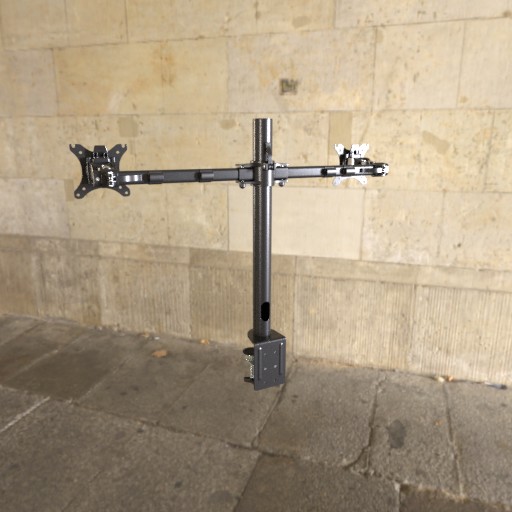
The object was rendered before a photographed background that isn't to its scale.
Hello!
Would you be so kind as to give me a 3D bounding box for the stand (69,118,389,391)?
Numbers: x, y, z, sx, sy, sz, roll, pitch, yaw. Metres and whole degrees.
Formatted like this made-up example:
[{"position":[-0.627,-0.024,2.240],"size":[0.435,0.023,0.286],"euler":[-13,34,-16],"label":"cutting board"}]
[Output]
[{"position":[0.000,0.000,1.024],"size":[0.743,0.603,0.150],"euler":[-7,16,-25],"label":"stand"}]
